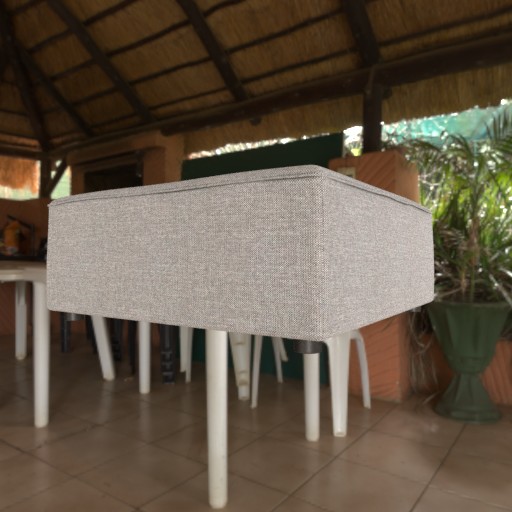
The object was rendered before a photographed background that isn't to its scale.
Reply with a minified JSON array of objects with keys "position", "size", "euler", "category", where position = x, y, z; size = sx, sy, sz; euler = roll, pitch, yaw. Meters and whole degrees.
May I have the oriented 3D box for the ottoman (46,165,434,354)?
[{"position":[0.000,0.000,1.584],"size":[1.023,0.423,1.017],"euler":[0,0,35],"category":"ottoman"}]
